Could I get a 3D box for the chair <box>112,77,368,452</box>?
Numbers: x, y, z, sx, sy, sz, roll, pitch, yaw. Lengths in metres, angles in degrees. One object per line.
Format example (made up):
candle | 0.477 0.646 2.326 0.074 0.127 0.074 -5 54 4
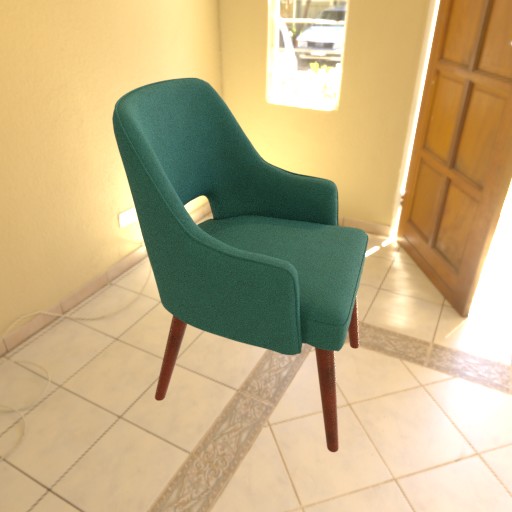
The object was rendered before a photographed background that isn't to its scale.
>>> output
chair | 0.000 0.000 1.213 0.605 0.849 0.548 10 33 16
